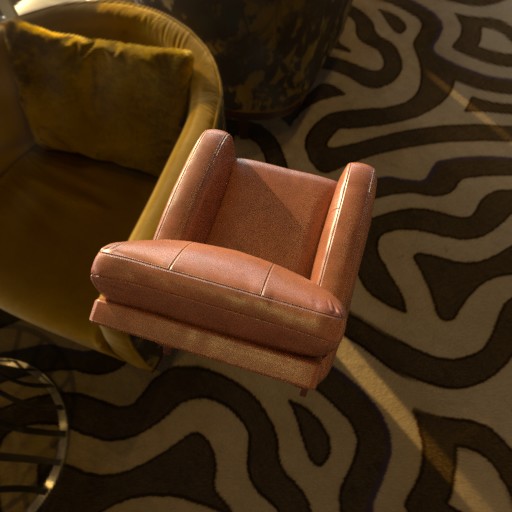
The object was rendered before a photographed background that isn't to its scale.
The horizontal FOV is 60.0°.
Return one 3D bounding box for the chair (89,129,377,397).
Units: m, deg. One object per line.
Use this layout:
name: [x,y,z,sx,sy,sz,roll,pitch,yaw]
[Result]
chair: [0.000,0.000,1.652,0.762,0.990,0.990,15,64,8]
